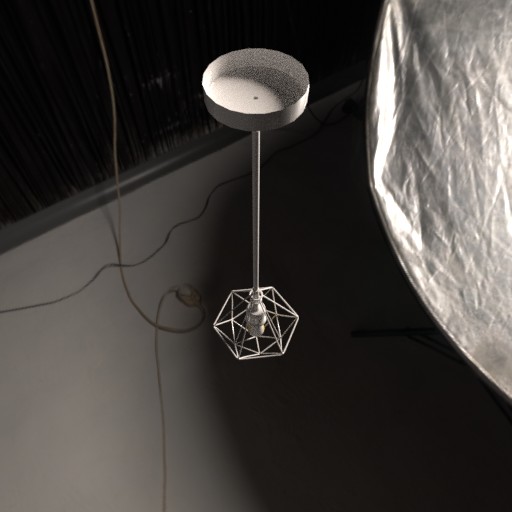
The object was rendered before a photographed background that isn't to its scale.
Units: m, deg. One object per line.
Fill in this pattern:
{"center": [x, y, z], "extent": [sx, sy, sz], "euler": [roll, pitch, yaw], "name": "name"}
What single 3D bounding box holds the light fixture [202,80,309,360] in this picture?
{"center": [0.000, 0.000, 1.956], "extent": [0.431, 1.764, 0.487], "euler": [-32, 62, -19], "name": "light fixture"}
